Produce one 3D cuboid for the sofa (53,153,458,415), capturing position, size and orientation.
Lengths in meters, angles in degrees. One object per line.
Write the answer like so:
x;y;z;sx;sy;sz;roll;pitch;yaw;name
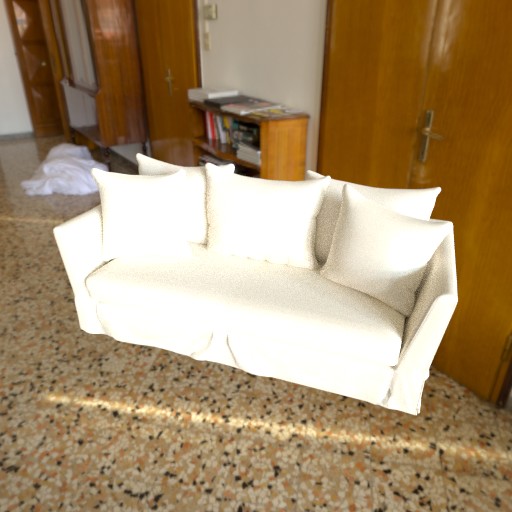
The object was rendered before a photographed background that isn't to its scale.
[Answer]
0.000;0.000;2.841;2.290;1.034;1.031;10;29;18;sofa
